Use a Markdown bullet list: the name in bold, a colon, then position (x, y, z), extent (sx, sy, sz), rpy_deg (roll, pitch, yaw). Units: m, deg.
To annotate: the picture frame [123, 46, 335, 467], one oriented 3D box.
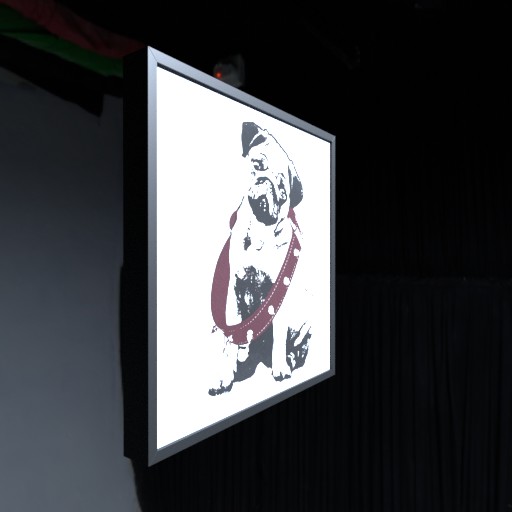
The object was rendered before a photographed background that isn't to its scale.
- **picture frame**: position (0.000, 0.000, 0.471), extent (0.030, 0.317, 0.317), rpy_deg (0, 0, 36)
